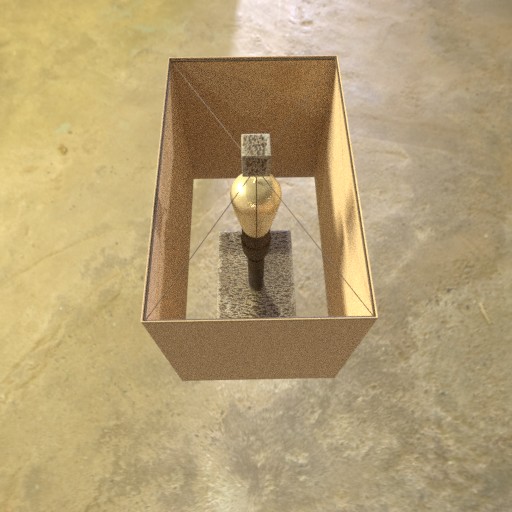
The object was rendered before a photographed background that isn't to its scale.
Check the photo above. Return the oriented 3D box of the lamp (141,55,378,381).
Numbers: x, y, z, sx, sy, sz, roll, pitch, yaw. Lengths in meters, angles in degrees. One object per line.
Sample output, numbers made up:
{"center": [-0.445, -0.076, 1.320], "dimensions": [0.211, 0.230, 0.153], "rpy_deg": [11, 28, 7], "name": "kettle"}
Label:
{"center": [0.000, 0.000, 0.560], "dimensions": [0.180, 0.411, 0.294], "rpy_deg": [-1, 63, -1], "name": "lamp"}
